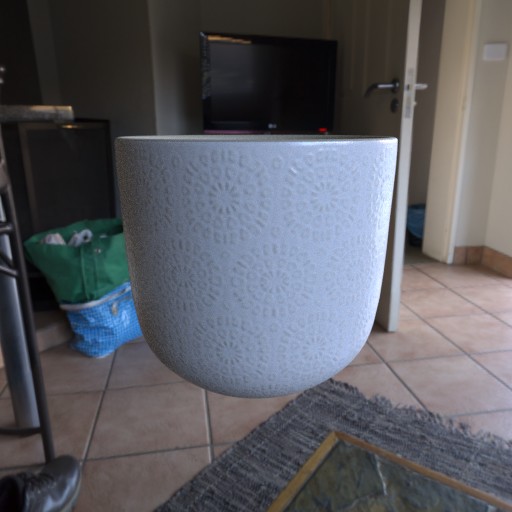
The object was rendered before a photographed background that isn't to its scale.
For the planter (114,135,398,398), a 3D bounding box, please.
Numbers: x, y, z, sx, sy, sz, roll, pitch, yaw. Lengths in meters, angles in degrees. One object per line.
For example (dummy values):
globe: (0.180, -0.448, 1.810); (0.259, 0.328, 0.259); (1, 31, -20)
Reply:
planter: (0.000, 0.000, 0.365); (0.208, 0.190, 0.208); (0, 16, 0)
